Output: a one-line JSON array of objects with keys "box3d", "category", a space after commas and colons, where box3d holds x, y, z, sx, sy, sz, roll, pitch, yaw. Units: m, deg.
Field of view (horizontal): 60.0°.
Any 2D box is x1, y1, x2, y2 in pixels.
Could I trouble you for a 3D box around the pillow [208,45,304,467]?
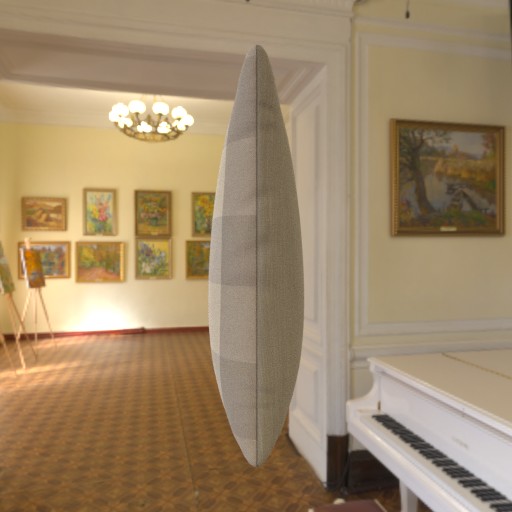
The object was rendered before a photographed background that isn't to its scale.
[{"box3d": [0.000, 0.000, 0.782, 0.161, 0.509, 0.511, 0, 0, 0], "category": "pillow"}]
